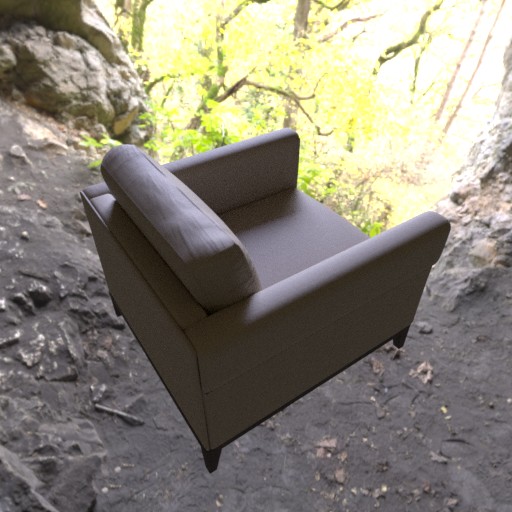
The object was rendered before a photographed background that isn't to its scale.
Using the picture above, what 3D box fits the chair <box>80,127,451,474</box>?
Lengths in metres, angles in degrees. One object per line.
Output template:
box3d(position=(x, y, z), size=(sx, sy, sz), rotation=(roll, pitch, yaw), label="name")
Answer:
box3d(position=(0.000, 0.000, 1.680), size=(0.959, 0.838, 0.914), rotation=(-24, 46, -25), label="chair")
